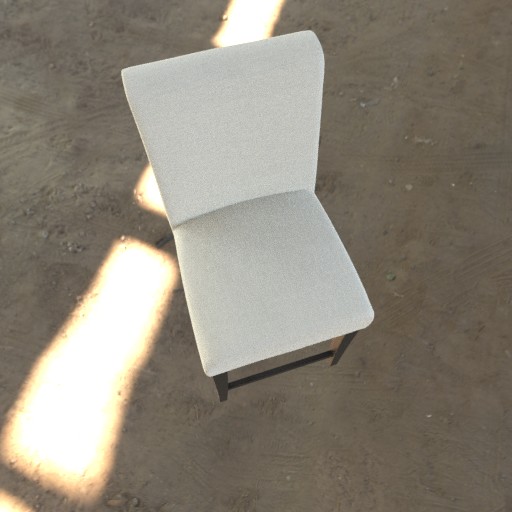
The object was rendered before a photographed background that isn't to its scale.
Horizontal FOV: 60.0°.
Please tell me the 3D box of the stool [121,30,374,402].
[{"bbox_3d":[0.000,0.000,1.285,0.452,0.976,0.597,-16,63,-8],"label":"stool"}]
